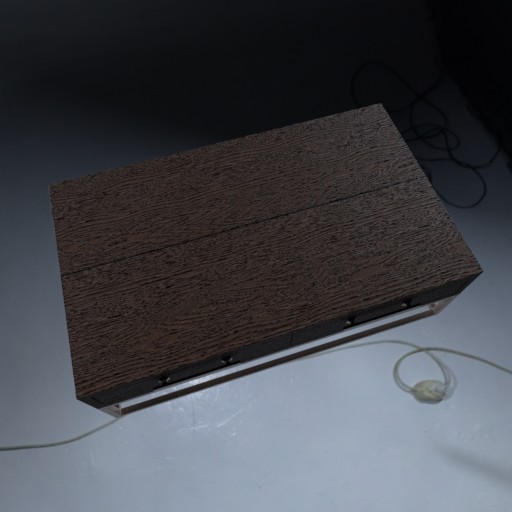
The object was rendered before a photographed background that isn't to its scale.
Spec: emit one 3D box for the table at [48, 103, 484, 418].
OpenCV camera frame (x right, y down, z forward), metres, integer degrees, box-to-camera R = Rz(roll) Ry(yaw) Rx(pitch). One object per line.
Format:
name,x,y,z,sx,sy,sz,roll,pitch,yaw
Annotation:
table,0.000,0.000,1.505,1.167,0.361,0.719,-16,64,-8
